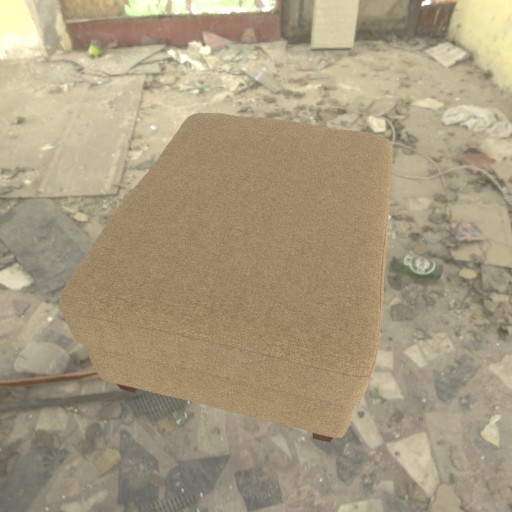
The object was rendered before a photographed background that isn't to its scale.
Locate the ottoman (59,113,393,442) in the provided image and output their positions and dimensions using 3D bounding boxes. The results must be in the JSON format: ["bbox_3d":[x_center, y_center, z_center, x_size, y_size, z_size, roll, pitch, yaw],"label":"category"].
[{"bbox_3d":[0.000,0.000,1.314,0.692,0.511,0.889,10,47,10],"label":"ottoman"}]
